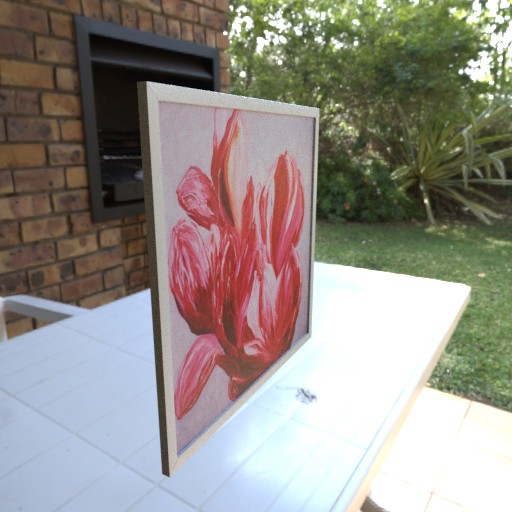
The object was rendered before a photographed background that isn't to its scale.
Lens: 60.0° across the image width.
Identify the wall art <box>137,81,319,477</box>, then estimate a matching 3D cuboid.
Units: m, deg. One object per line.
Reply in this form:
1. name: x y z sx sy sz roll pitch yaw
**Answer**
1. wall art: 0.000 0.000 1.201 0.022 0.803 0.805 8 17 28
